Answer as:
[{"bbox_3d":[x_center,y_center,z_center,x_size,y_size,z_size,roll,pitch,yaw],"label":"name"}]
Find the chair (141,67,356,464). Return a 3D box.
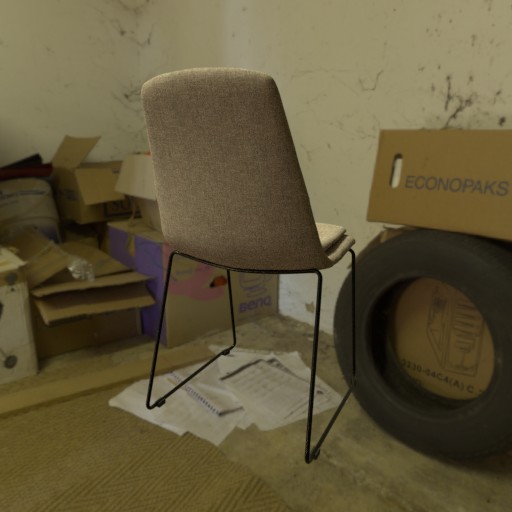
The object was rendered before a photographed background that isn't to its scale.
[{"bbox_3d":[0.000,0.000,1.171,0.479,0.858,0.518,7,16,26],"label":"chair"}]
